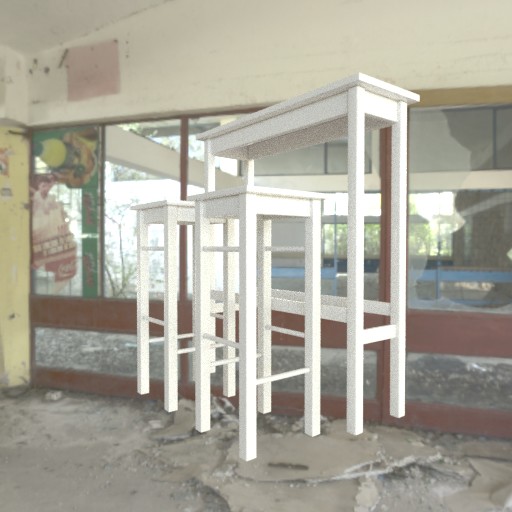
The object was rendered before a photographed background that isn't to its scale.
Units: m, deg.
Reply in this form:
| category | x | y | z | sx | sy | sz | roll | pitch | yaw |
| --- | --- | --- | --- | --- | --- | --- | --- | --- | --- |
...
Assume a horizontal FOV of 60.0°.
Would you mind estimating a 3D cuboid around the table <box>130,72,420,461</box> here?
| category | x | y | z | sx | sy | sz | roll | pitch | yaw |
| --- | --- | --- | --- | --- | --- | --- | --- | --- | --- |
| table | 0.000 | 0.000 | 1.626 | 0.650 | 1.065 | 0.915 | -1 | 2 | -38 |
